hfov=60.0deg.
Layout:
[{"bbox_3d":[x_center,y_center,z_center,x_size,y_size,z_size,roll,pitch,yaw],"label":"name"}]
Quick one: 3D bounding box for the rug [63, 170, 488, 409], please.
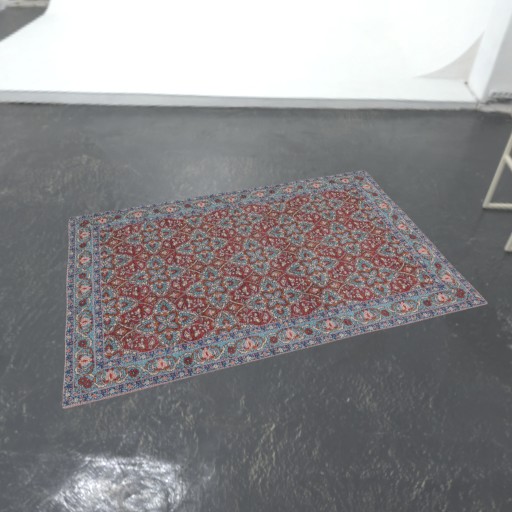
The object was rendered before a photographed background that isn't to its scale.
[{"bbox_3d":[0.000,0.000,2.244,1.829,0.009,1.219,-11,43,-12],"label":"rug"}]
